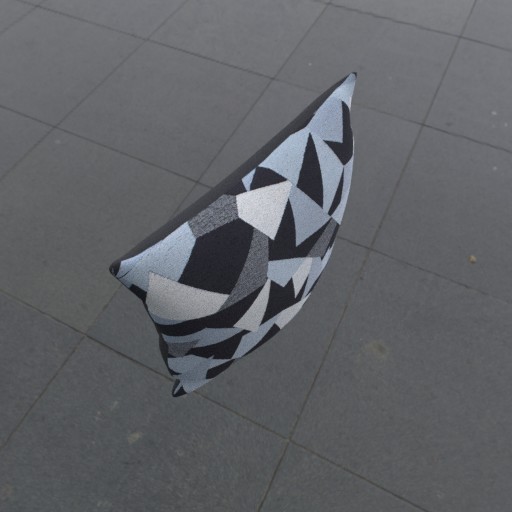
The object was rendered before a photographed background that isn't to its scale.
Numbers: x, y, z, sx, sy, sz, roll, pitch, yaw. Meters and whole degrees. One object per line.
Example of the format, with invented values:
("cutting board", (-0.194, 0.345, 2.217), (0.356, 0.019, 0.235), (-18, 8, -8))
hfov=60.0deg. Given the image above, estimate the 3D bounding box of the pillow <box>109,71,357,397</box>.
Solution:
("pillow", (0.000, 0.000, 0.798), (0.208, 0.496, 0.503), (37, 65, 21))
